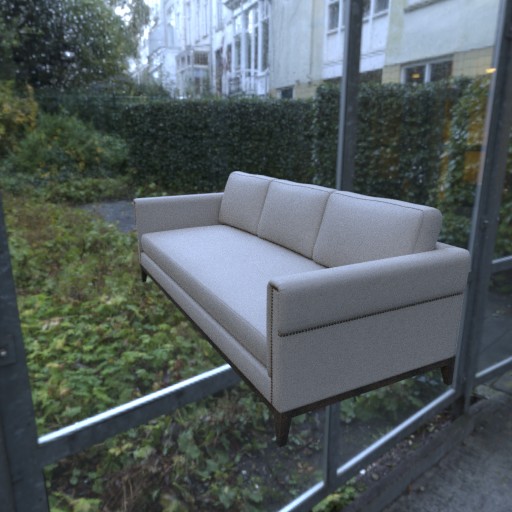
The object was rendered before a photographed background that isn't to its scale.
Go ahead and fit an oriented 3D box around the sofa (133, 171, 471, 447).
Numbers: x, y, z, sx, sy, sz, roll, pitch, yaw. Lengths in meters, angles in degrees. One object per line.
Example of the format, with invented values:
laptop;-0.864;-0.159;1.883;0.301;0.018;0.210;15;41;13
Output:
sofa;0.000;0.000;2.685;0.959;0.838;2.210;-8;18;-26
